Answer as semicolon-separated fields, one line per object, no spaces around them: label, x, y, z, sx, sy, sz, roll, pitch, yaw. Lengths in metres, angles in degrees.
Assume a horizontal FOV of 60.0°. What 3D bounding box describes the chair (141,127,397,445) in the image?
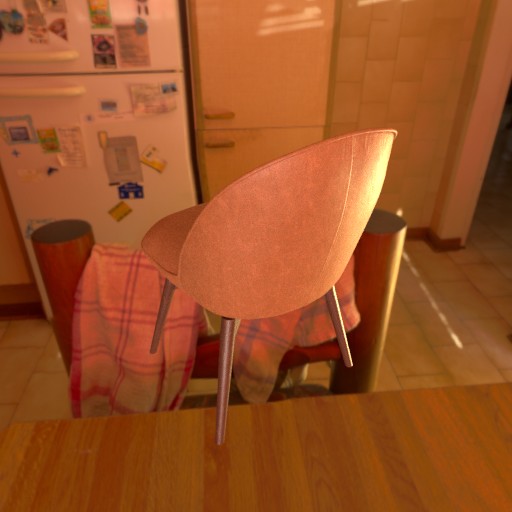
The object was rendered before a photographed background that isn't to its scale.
chair;0.000;0.000;1.241;0.521;0.831;0.631;-20;36;-30
